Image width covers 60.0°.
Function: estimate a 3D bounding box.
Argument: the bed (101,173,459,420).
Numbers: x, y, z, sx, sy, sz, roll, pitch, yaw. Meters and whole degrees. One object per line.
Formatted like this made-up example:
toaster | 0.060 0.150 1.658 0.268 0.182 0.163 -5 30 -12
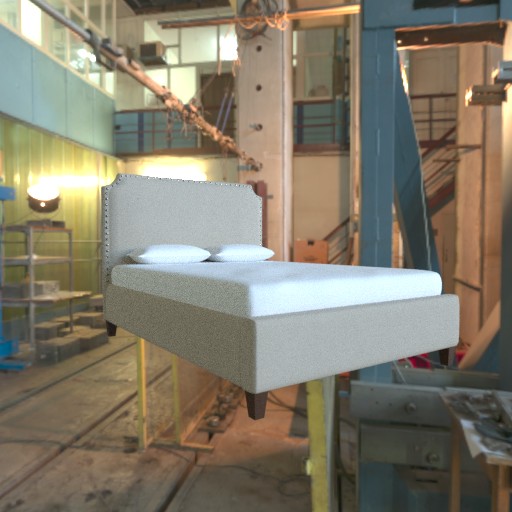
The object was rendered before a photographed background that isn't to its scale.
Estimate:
bed | 0.000 0.000 3.444 1.713 1.443 2.372 -1 2 -35
